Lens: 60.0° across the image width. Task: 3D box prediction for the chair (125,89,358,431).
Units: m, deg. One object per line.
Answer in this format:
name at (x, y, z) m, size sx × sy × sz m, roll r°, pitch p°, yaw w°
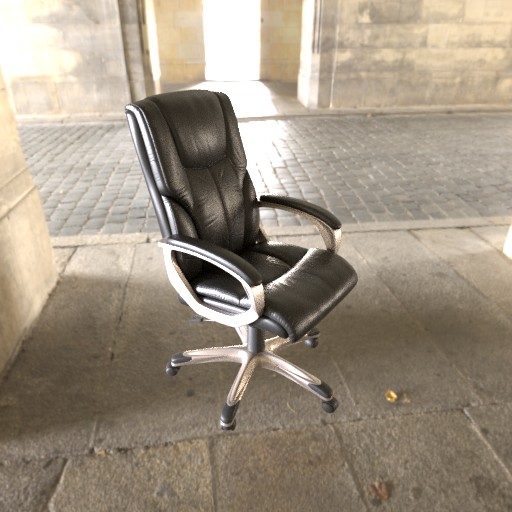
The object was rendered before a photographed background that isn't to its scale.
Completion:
chair at (0.000, 0.000, 1.694) m, size 0.780 × 1.145 × 0.700 m, roll 18°, pitch 32°, yaw 32°
